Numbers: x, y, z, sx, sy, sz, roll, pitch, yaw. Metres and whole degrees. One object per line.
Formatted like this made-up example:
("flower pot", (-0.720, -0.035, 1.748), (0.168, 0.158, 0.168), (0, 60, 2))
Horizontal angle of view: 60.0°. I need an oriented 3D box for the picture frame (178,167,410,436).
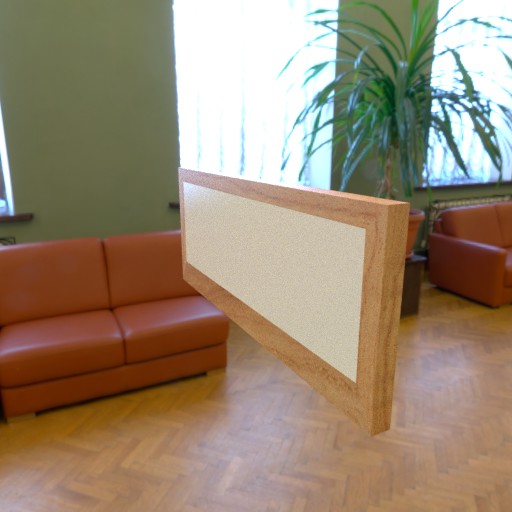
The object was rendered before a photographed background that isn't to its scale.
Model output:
("picture frame", (0.000, 0.000, 0.674), (0.045, 0.234, 0.582), (-8, 17, -27))
